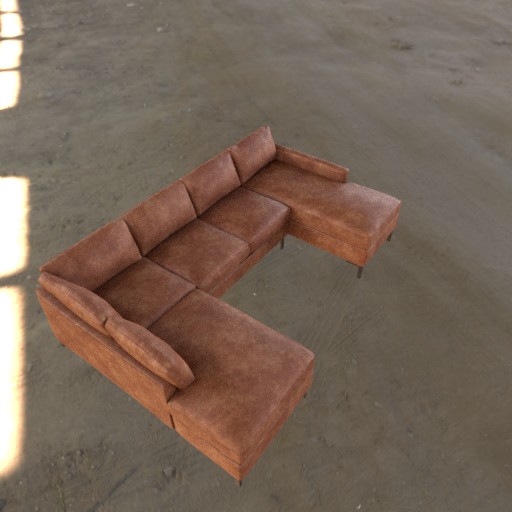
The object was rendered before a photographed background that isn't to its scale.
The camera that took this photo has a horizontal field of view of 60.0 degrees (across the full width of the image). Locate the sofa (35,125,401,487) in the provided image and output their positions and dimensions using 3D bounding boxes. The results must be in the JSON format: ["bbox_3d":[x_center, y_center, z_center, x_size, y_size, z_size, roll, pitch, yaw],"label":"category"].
[{"bbox_3d":[0.000,0.000,3.820,1.939,0.900,2.956,26,48,26],"label":"sofa"}]
